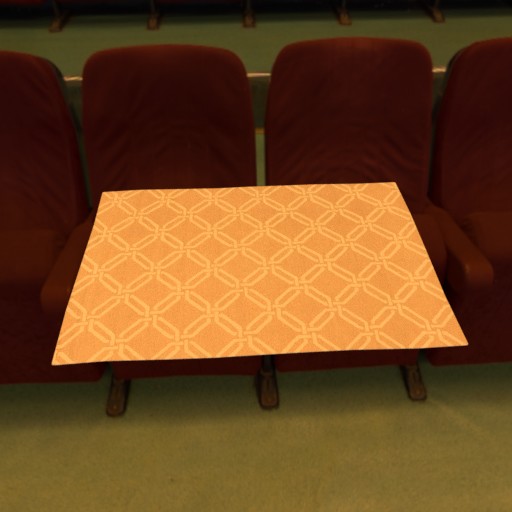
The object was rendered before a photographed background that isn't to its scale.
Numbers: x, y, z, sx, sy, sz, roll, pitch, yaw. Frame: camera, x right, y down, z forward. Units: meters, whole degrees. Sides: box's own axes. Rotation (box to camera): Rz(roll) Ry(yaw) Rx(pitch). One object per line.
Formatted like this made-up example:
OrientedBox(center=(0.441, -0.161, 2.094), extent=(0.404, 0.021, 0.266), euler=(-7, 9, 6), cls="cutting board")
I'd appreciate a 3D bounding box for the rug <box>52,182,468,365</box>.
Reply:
OrientedBox(center=(0.000, 0.000, 2.229), extent=(1.745, 0.010, 1.146), euler=(-2, 46, -2), cls="rug")
